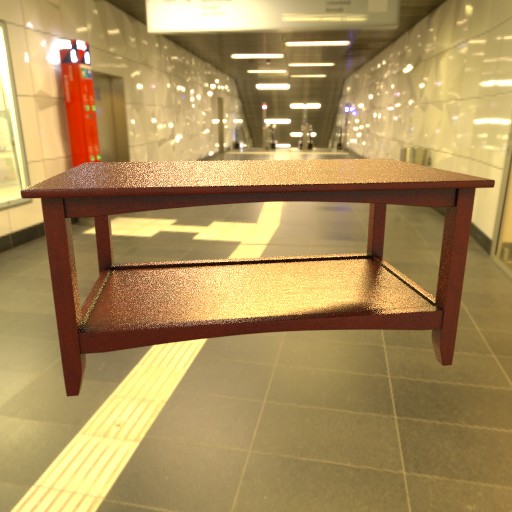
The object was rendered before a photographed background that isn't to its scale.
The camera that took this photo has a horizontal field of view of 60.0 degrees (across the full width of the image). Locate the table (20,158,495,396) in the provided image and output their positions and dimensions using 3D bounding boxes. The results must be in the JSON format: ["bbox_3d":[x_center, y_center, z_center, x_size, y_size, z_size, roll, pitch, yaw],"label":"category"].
[{"bbox_3d":[0.000,0.000,1.186,0.943,0.456,0.533,-2,17,-8],"label":"table"}]
